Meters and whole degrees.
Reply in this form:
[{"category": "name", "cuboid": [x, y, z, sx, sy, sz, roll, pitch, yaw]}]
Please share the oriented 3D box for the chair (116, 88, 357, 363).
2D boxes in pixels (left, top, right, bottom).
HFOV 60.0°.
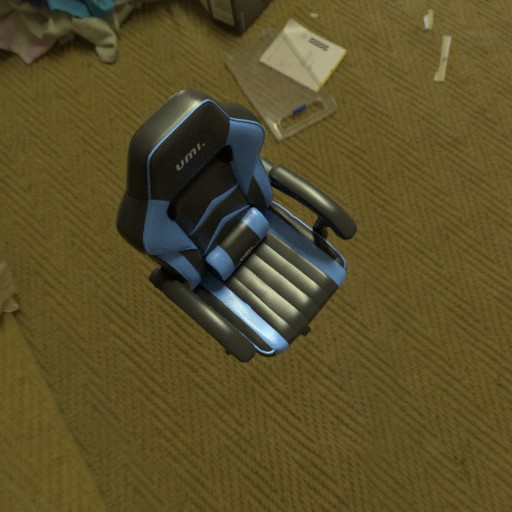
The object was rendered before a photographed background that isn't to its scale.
[{"category": "chair", "cuboid": [0.000, 0.000, 1.698, 0.700, 1.280, 0.700, 39, 78, 10]}]
